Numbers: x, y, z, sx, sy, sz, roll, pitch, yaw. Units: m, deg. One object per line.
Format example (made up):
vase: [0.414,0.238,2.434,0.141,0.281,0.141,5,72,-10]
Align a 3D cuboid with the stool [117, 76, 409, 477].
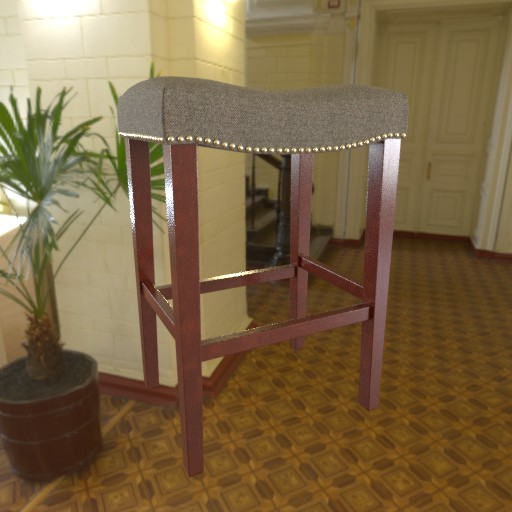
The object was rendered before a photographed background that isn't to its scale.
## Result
stool: [0.000,0.000,1.014,0.504,0.742,0.372,-9,19,-26]
